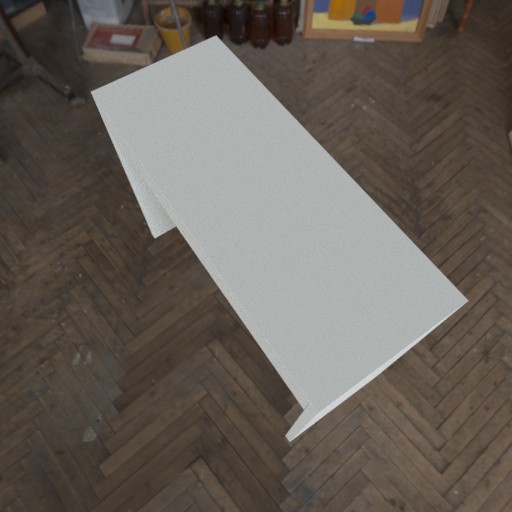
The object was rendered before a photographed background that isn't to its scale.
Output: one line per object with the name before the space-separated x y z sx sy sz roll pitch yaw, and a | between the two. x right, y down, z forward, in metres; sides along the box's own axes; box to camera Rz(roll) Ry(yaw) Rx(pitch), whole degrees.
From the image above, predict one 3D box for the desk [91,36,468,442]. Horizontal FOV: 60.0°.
desk | 0.000 0.000 1.420 0.400 0.790 1.000 -31 68 -14
